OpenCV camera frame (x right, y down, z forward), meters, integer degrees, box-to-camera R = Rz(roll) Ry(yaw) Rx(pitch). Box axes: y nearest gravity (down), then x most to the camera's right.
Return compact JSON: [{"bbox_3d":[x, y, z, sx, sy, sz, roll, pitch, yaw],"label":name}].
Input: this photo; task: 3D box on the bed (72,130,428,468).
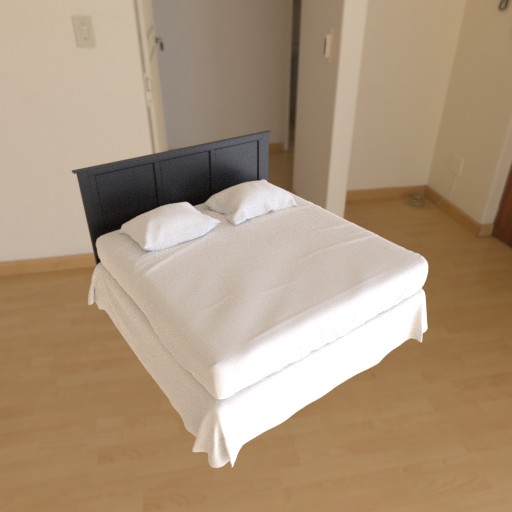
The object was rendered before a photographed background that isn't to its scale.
[{"bbox_3d":[0.000,0.000,3.646,2.315,1.271,2.219,-21,37,-31],"label":"bed"}]
